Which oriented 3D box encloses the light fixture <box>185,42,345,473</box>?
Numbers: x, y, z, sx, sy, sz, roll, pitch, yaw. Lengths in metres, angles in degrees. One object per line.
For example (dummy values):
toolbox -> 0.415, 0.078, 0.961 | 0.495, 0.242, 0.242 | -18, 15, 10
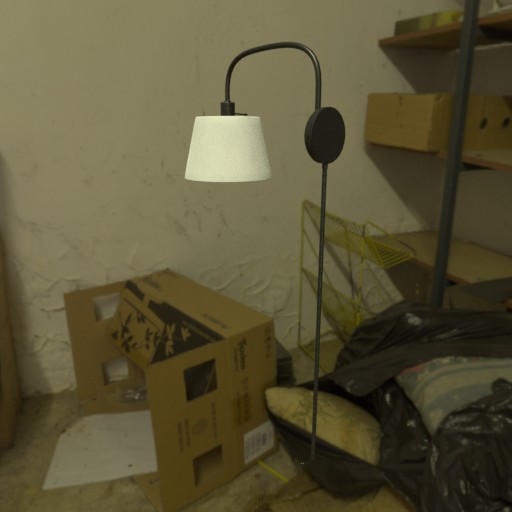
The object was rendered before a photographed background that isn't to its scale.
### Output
light fixture -> 0.000, 0.000, 0.461 | 0.092, 0.399, 0.176 | -14, 21, -41
